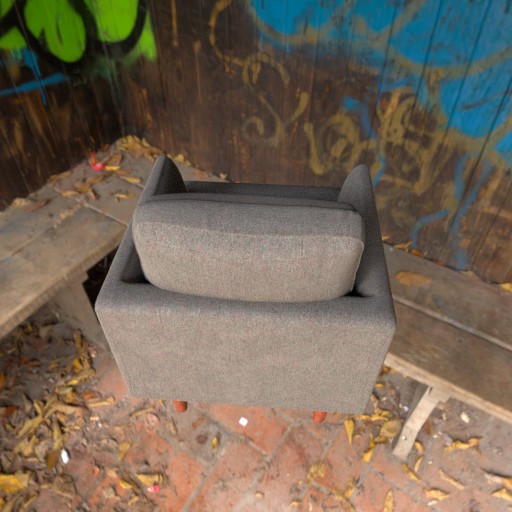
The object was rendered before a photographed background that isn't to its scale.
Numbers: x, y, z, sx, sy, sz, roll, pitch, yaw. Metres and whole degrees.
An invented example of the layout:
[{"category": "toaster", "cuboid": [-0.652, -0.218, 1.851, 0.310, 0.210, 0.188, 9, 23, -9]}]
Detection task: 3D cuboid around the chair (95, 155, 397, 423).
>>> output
[{"category": "chair", "cuboid": [0.000, 0.000, 1.634, 0.858, 0.957, 0.899, 3, 45, 3]}]
